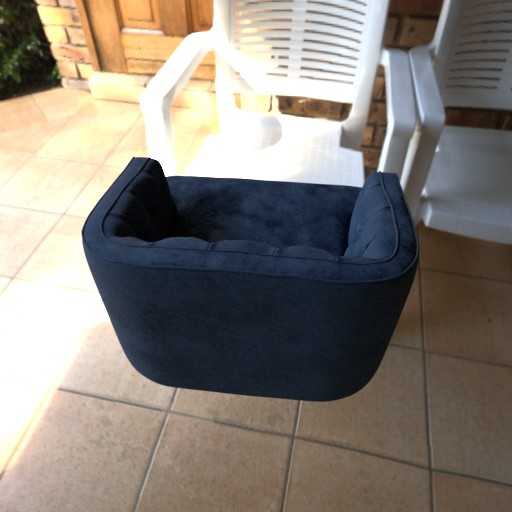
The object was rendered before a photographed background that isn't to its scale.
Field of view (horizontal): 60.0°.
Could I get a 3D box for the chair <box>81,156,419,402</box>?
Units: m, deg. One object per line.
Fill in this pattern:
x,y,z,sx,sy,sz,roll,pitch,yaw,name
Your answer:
0.000,0.000,1.807,1.094,0.852,0.940,4,47,4,chair
